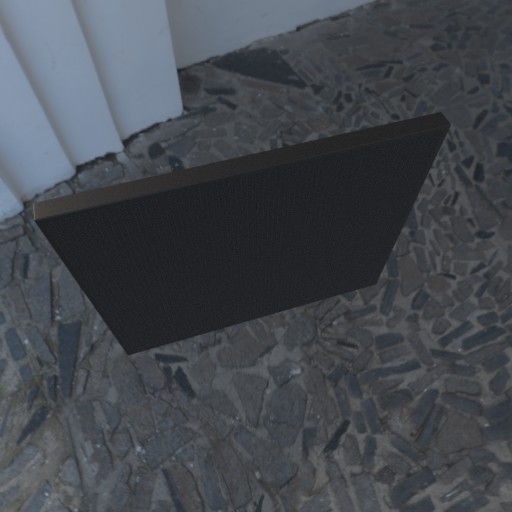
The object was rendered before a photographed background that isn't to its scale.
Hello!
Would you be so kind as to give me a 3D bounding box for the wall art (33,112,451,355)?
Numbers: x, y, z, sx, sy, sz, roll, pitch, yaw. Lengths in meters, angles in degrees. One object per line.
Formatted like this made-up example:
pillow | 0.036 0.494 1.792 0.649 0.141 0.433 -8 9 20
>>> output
wall art | 0.000 0.000 0.769 0.559 0.458 0.029 -15 59 -9
